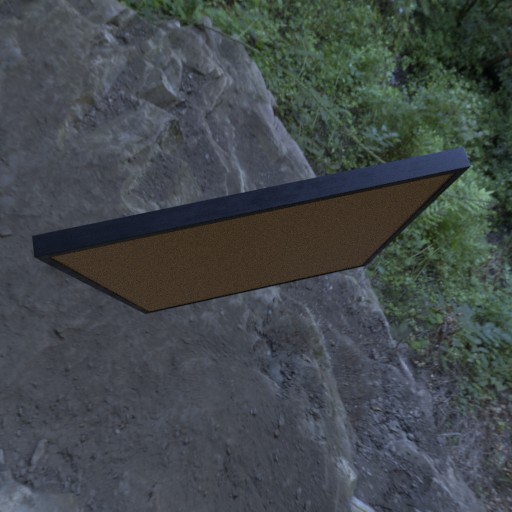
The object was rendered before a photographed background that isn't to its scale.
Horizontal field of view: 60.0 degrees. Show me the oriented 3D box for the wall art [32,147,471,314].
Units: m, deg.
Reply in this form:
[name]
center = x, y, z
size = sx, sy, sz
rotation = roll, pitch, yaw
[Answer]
[wall art]
center = 0.000, 0.000, 1.129
size = 0.763, 0.763, 0.039
rotation = -12, 76, -3
